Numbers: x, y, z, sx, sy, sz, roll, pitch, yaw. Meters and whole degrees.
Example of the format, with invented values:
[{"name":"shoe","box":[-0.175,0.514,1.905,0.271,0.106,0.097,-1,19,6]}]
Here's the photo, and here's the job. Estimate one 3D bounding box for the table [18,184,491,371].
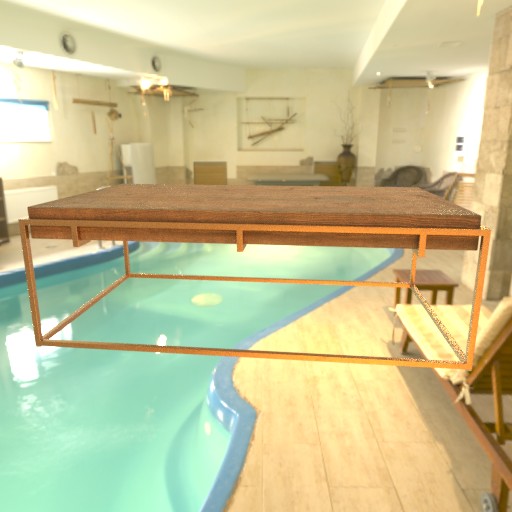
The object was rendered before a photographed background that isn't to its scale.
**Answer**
[{"name":"table","box":[0.000,0.000,1.712,1.387,0.468,0.775,2,15,6]}]
